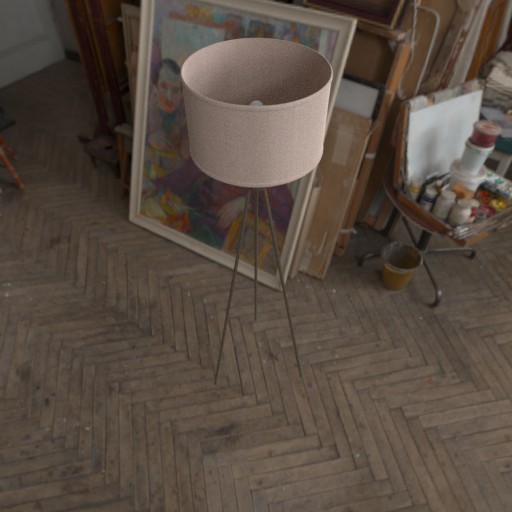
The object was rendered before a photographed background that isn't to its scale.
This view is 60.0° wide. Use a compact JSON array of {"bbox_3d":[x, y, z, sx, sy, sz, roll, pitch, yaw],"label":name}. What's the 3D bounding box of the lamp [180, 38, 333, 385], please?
[{"bbox_3d":[0.000,0.000,1.776,0.449,1.545,0.460,-4,47,-3],"label":"lamp"}]
